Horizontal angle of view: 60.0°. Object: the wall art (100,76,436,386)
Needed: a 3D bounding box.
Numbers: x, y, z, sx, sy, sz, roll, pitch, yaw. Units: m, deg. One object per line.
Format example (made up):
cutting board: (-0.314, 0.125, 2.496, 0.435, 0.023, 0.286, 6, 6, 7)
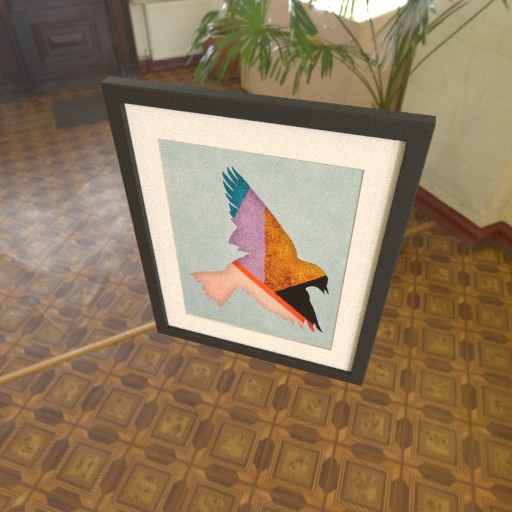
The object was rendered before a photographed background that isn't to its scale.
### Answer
wall art: (0.000, 0.000, 0.771, 0.457, 0.558, 0.028, 12, 43, 13)
